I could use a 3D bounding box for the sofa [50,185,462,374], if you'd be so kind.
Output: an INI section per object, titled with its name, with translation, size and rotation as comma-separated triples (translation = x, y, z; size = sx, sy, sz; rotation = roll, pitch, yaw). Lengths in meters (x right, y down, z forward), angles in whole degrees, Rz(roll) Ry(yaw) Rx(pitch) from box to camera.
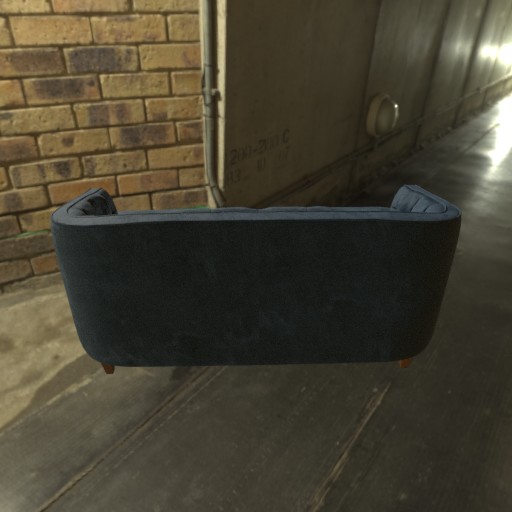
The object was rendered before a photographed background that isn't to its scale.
[sofa]
translation = 0.000, 0.000, 2.234
size = 1.733, 0.854, 0.941
rotation = -1, 31, -1
